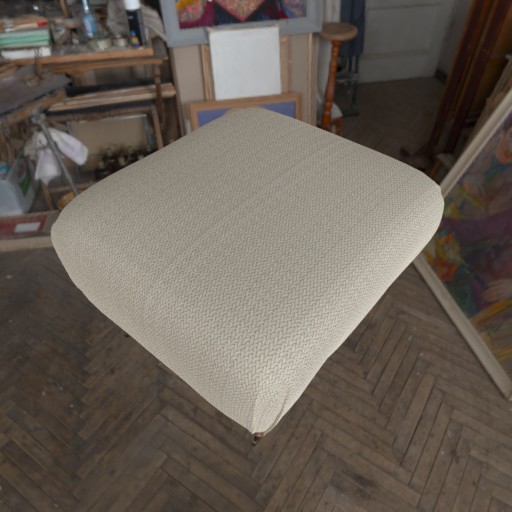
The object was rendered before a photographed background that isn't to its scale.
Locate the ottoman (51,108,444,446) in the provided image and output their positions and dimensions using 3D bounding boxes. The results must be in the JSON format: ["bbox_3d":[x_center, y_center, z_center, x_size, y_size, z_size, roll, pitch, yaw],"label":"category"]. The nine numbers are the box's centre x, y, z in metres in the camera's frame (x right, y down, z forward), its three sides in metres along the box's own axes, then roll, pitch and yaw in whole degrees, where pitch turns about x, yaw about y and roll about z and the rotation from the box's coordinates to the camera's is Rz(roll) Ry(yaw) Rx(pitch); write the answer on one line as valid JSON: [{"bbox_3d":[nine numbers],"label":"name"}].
[{"bbox_3d":[0.000,0.000,1.053,0.622,0.447,0.684,31,53,27],"label":"ottoman"}]
